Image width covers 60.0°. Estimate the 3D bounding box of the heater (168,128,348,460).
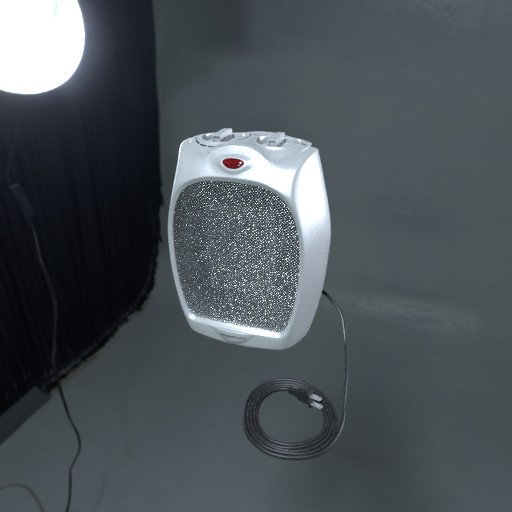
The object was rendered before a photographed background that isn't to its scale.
[{"bbox_3d":[0.000,0.000,0.478,0.239,0.240,0.291,9,29,17],"label":"heater"}]
